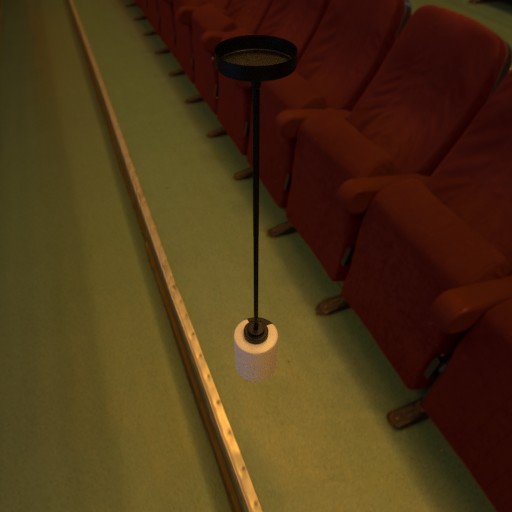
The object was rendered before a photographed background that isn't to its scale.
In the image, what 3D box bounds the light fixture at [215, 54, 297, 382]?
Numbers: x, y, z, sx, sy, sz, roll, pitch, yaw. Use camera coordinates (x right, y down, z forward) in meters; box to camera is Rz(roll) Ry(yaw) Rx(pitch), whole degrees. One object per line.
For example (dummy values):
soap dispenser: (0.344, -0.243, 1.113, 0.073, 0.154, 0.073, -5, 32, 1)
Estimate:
light fixture: (0.000, 0.000, 0.961, 0.123, 0.863, 0.123, -16, 47, -16)
